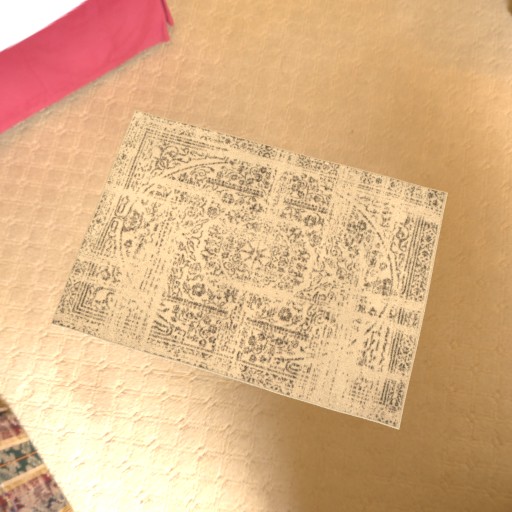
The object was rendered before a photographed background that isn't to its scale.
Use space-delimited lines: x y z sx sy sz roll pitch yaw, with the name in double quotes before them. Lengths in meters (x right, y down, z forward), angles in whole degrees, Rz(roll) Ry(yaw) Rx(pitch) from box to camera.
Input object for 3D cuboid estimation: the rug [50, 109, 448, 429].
"rug" 0.000 0.000 3.125 2.438 0.026 1.706 16 77 4
